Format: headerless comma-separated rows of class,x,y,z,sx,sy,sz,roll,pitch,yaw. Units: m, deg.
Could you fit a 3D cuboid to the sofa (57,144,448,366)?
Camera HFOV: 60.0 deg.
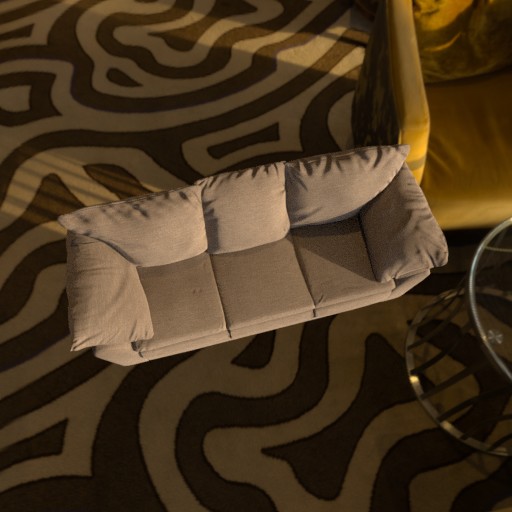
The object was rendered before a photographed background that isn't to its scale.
sofa,0.000,0.000,2.997,2.390,1.043,0.927,-13,63,-7
